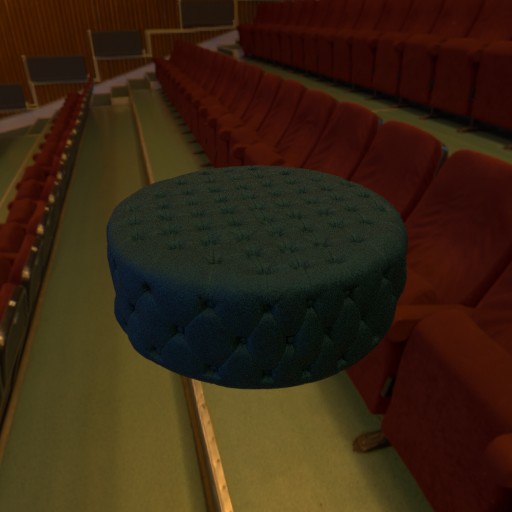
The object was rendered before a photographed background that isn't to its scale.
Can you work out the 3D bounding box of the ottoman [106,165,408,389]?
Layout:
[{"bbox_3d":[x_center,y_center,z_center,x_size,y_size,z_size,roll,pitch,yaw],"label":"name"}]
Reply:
[{"bbox_3d":[0.000,0.000,1.569,0.998,0.398,0.998,0,29,0],"label":"ottoman"}]
